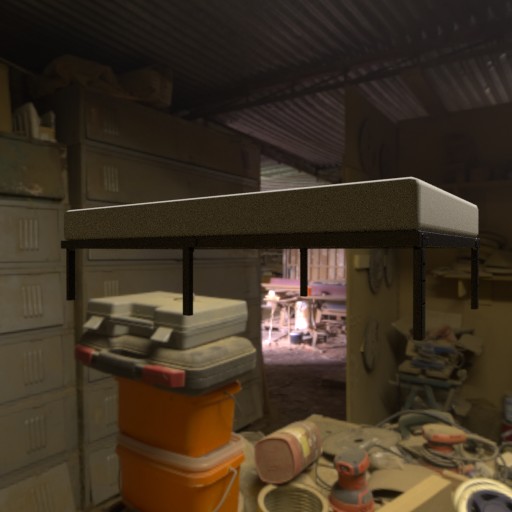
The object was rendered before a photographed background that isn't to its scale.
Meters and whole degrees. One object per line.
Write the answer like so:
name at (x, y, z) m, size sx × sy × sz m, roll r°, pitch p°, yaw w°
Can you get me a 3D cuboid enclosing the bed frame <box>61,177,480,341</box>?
bed frame at (0.000, 0.000, 3.115) m, size 2.635 × 0.680 × 1.393 m, roll 0°, pitch 1°, yaw 36°
